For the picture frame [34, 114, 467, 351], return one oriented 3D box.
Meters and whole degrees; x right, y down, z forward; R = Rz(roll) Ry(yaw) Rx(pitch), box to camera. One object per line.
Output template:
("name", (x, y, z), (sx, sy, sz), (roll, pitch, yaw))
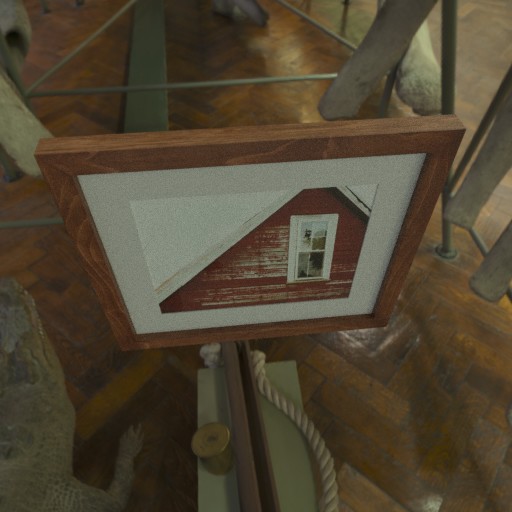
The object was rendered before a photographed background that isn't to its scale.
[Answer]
("picture frame", (0.000, 0.000, 0.520), (0.381, 0.330, 0.025), (-5, 49, -4))
